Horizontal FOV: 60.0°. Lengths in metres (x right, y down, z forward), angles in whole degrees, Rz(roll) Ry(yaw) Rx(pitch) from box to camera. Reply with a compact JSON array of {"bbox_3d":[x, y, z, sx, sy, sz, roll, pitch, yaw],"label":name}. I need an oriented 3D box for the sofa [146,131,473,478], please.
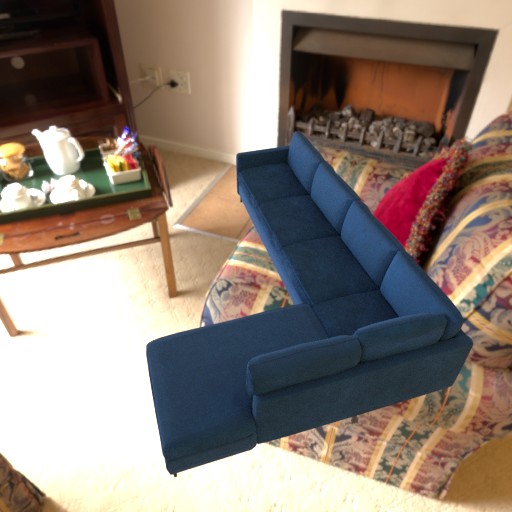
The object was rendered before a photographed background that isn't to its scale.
[{"bbox_3d":[0.000,0.000,3.160,1.707,0.687,2.486,-11,42,-13],"label":"sofa"}]
